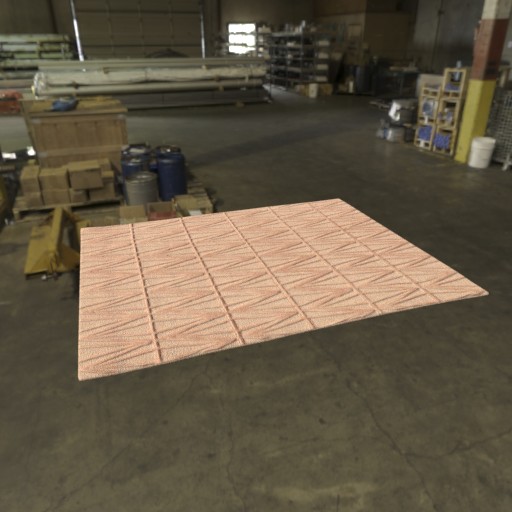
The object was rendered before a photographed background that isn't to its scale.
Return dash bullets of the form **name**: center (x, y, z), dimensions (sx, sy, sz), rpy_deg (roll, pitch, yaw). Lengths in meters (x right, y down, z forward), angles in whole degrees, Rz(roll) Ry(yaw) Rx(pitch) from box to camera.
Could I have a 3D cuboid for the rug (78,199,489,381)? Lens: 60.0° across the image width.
- **rug**: center (0.000, 0.000, 4.067), dimensions (3.052, 0.043, 2.453), rpy_deg (-9, 27, -17)
